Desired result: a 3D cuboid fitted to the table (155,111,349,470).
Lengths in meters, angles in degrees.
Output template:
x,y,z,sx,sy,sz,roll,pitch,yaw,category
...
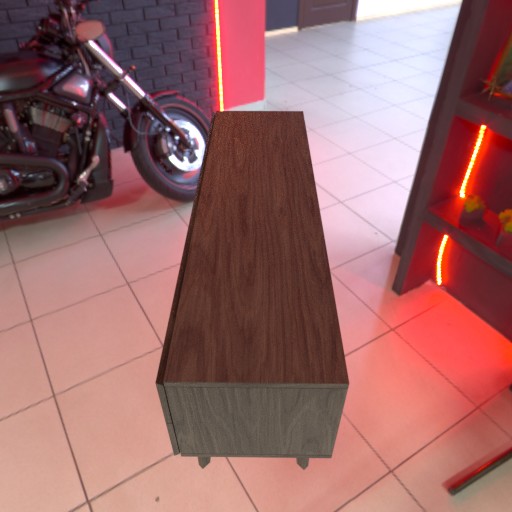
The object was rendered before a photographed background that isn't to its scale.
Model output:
x,y,z,sx,sy,sz,roll,pitch,yaw,category
0.000,0.000,1.616,0.405,0.508,1.397,0,41,1,table
